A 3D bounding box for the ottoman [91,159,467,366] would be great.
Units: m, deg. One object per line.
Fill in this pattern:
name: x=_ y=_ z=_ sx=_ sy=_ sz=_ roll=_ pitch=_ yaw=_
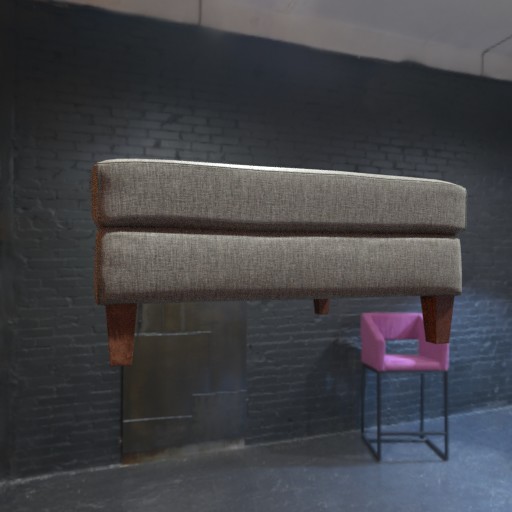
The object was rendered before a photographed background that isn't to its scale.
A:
ottoman: x=0.000 y=0.000 z=1.462 sx=0.994 sy=0.492 sz=0.839 roll=0 pitch=-1 yaw=-18
